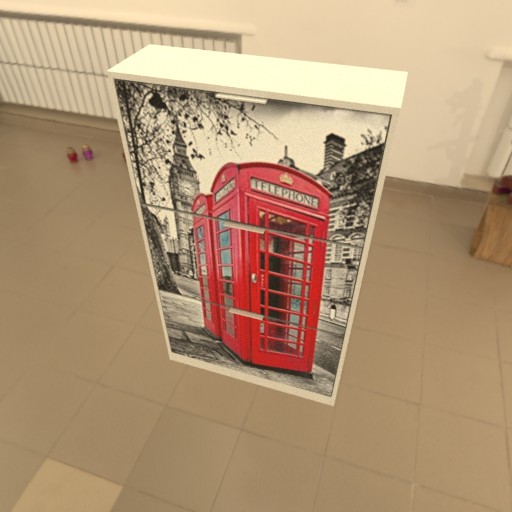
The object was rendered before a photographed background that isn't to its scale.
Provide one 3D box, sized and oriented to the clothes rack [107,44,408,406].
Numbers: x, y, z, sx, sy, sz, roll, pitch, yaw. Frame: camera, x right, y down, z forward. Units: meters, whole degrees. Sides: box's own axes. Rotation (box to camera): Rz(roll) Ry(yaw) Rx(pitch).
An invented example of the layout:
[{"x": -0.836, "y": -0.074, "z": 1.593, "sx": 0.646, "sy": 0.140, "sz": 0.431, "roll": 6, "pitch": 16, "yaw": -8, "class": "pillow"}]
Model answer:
[{"x": 0.000, "y": 0.000, "z": 1.578, "sx": 0.750, "sy": 1.280, "sz": 0.250, "roll": 12, "pitch": 43, "yaw": 13, "class": "clothes rack"}]
